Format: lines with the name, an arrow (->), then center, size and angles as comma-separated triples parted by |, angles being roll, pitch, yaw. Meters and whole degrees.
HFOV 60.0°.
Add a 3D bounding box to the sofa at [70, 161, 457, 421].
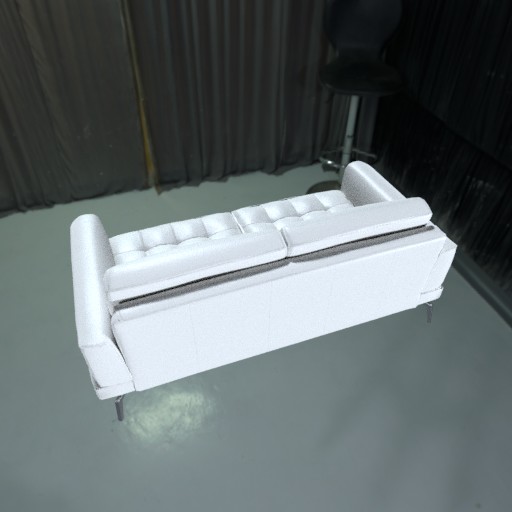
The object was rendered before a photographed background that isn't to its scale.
sofa -> 0.000, 0.000, 2.773 | 2.177, 0.930, 1.121 | -14, 44, -15
